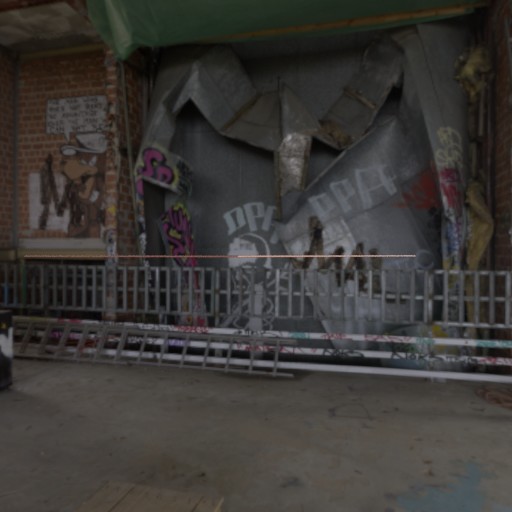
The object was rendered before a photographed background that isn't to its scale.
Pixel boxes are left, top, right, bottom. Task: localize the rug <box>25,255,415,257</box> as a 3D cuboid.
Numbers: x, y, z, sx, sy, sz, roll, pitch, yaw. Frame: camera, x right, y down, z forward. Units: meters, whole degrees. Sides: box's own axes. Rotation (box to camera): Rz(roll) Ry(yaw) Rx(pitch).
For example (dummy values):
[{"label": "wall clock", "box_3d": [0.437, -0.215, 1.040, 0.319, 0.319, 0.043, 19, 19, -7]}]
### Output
[{"label": "rug", "box_3d": [0.000, 0.000, 3.093, 1.523, 0.008, 2.438, 0, 0, 35]}]
